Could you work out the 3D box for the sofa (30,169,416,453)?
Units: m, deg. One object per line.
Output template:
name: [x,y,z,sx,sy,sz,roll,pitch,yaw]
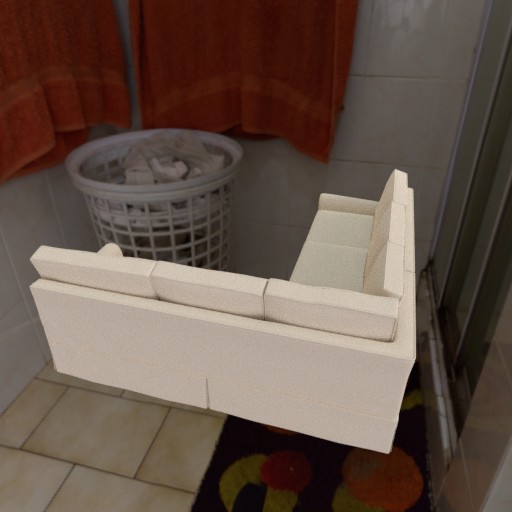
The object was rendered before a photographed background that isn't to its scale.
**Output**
sofa: [0.000,0.000,3.952,2.597,1.070,2.591,9,33,14]
